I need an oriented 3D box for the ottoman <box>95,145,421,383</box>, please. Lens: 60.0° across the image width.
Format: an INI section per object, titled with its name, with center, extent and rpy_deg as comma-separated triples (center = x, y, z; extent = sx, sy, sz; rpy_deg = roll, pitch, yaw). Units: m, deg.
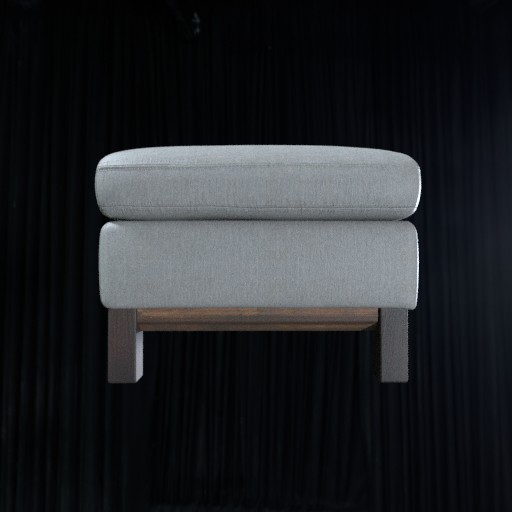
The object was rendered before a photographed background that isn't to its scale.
[ottoman]
center = 0.000, 0.000, 1.025
extent = 0.528, 0.404, 0.735
rpy_deg = 0, -1, -1
